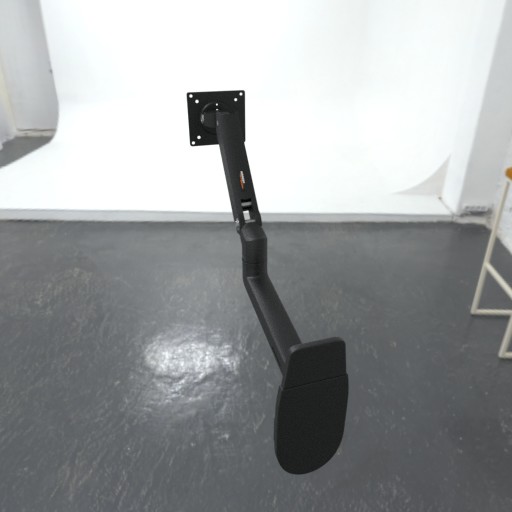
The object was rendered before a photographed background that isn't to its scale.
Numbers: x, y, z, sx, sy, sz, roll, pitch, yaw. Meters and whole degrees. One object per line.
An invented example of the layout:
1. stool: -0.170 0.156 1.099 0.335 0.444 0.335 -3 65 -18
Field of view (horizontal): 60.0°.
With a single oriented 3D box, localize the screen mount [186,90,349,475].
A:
1. screen mount: 0.000 0.000 0.746 0.115 0.466 0.495 -8 29 -16
